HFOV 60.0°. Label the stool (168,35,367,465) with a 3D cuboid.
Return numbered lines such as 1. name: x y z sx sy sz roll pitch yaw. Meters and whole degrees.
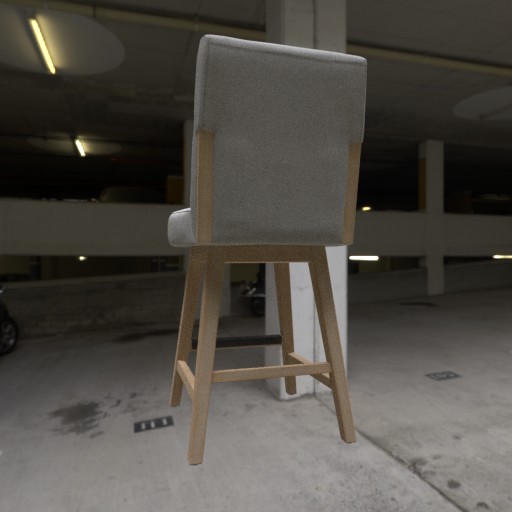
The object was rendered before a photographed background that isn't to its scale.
1. stool: 0.000 0.000 1.404 0.507 1.085 0.606 0 0 -17
